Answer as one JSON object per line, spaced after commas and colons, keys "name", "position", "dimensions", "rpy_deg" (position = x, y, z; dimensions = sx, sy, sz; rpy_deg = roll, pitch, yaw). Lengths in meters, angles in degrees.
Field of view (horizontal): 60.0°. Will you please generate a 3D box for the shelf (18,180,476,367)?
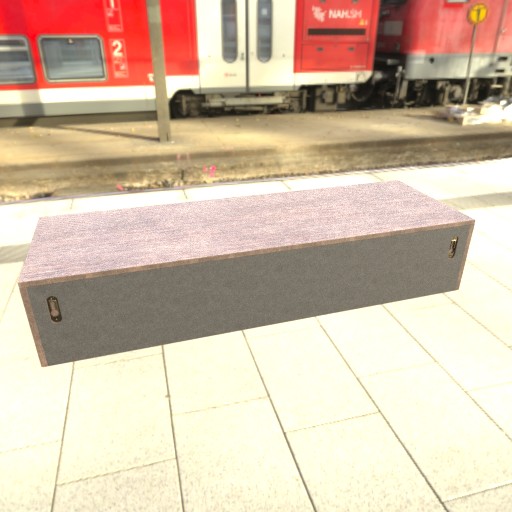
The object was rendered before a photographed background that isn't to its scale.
{"name": "shelf", "position": [0.000, 0.000, 0.680], "dimensions": [0.610, 0.125, 0.200], "rpy_deg": [-8, 28, -15]}
